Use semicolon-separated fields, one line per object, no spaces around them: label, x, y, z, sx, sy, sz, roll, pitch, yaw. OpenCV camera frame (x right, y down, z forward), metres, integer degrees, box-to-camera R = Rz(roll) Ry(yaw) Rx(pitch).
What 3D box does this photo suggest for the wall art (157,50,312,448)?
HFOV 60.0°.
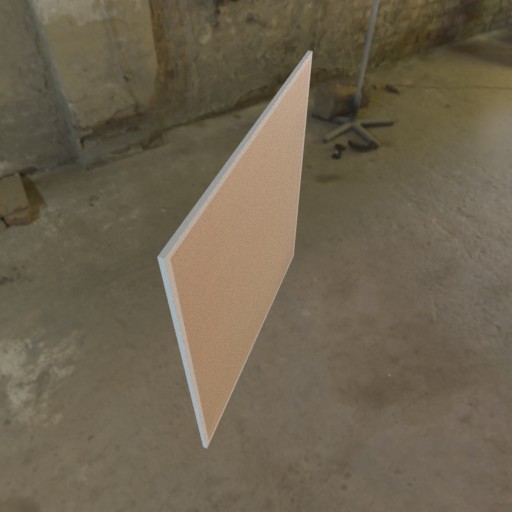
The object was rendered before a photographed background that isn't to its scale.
wall art;0.000;0.000;1.234;0.012;0.809;0.809;16;49;14
